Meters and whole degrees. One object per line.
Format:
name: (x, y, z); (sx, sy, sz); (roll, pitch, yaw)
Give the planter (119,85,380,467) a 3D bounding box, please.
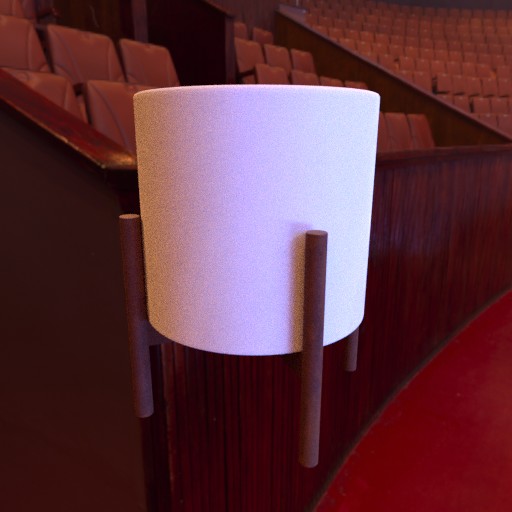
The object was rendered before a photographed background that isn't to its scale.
planter: (0.000, 0.000, 0.856); (0.420, 0.581, 0.421); (8, 17, 25)
